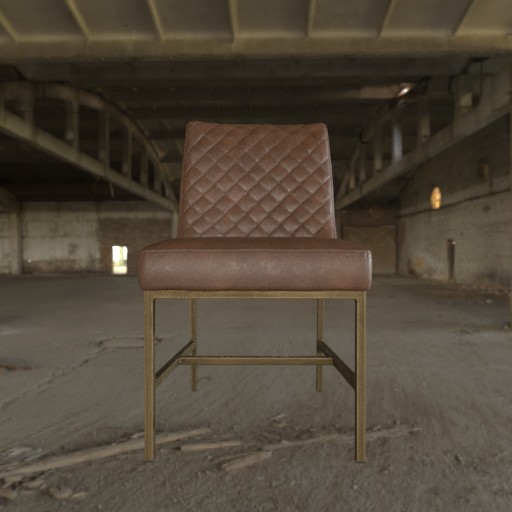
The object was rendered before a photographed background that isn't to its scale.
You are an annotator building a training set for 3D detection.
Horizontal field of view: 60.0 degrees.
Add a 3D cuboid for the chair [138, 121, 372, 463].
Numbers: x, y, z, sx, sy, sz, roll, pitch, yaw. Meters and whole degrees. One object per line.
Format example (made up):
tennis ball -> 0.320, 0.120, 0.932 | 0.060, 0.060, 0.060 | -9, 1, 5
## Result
chair -> 0.000, 0.000, 1.225 | 0.508, 0.889, 0.587 | 0, 0, 1
